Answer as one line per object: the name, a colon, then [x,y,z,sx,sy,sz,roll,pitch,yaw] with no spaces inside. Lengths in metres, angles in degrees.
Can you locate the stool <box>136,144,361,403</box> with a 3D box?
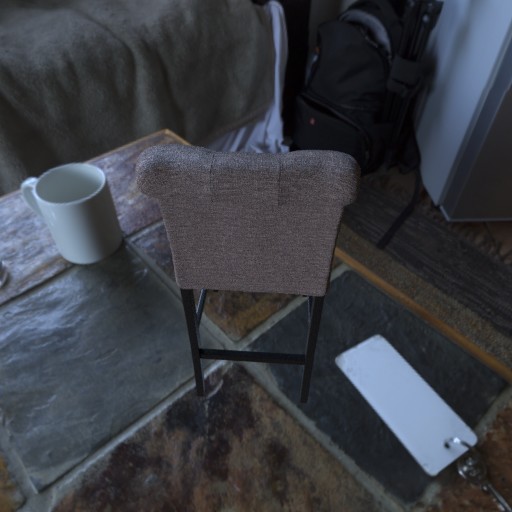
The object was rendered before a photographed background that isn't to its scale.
stool: [0.000,0.000,1.443,0.452,1.131,0.613,3,48,3]
